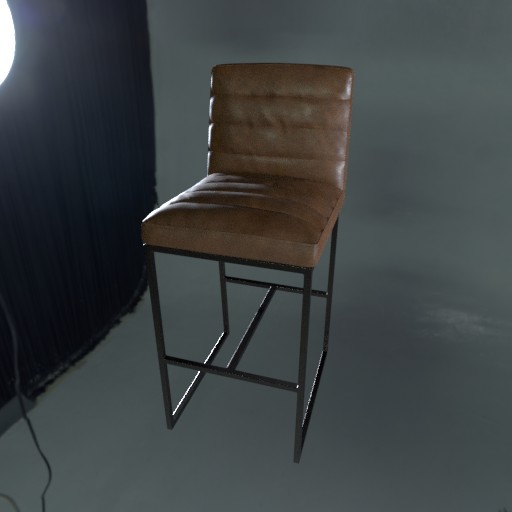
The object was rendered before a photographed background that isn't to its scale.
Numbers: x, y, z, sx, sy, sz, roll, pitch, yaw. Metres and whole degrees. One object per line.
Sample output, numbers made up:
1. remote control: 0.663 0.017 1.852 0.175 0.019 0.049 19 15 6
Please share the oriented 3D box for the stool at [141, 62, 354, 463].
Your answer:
1. stool: 0.000 0.000 1.368 0.463 1.065 0.562 8 28 15
